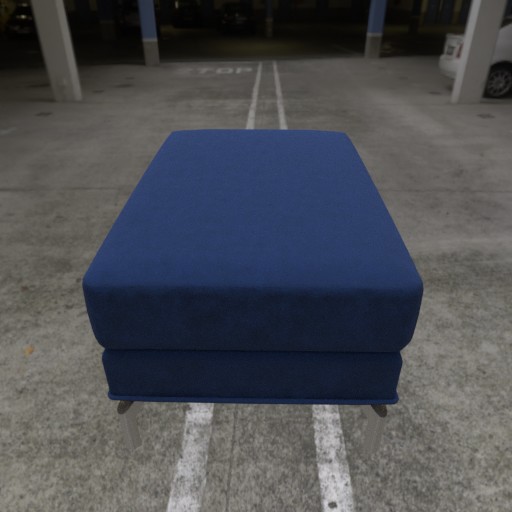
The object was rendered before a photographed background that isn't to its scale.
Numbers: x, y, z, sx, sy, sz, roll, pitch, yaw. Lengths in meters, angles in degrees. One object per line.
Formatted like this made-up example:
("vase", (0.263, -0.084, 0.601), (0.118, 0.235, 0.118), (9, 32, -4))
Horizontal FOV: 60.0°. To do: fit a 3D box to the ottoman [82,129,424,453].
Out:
("ottoman", (0.000, 0.000, 1.177), (0.587, 0.498, 0.835), (1, 32, 1))
